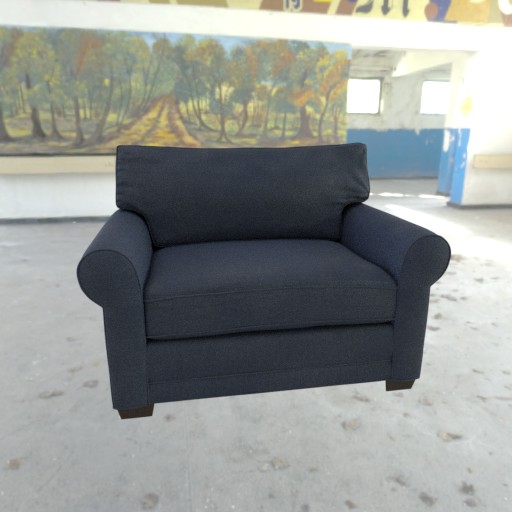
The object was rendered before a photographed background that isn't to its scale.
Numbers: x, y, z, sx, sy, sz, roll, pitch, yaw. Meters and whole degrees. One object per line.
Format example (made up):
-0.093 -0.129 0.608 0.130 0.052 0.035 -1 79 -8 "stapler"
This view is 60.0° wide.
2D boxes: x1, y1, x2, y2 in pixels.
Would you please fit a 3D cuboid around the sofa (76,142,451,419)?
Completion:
0.000 0.000 2.067 1.405 1.004 0.938 -3 16 -10 "sofa"
